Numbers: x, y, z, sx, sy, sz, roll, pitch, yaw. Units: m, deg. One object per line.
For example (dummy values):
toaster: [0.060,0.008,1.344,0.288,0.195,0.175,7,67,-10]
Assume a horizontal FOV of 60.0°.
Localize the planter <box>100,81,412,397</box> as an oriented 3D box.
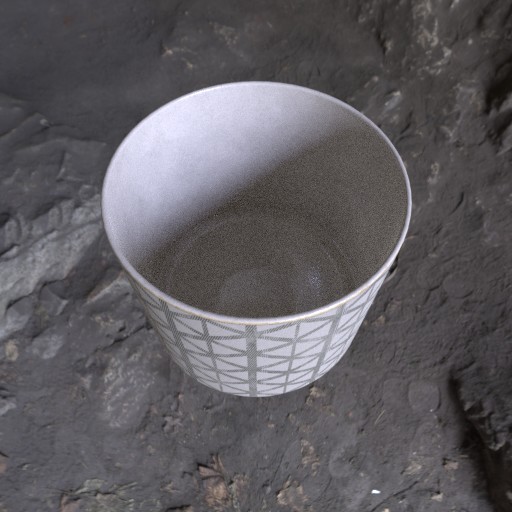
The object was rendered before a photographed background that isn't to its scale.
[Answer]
planter: [0.000,0.000,0.351,0.190,0.181,0.190,0,59,0]
